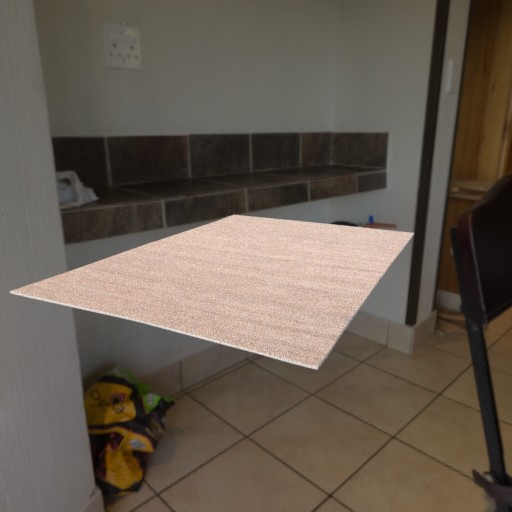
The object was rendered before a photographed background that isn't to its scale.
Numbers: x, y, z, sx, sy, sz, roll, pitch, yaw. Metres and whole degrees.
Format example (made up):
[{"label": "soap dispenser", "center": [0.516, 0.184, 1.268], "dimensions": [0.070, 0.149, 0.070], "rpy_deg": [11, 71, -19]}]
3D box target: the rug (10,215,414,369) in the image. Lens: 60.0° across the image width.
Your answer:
[{"label": "rug", "center": [0.000, 0.000, 2.833], "dimensions": [1.624, 0.030, 2.264], "rpy_deg": [8, 18, 26]}]
